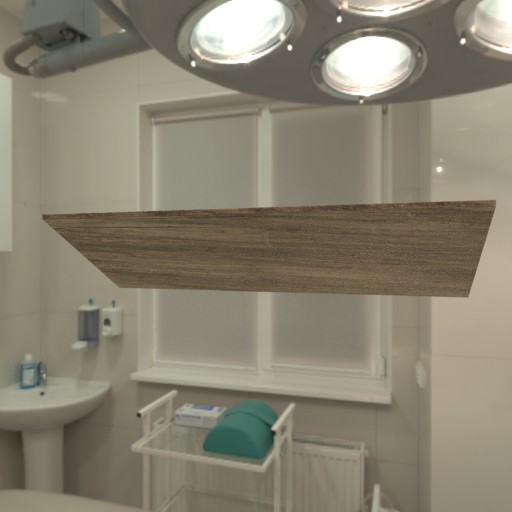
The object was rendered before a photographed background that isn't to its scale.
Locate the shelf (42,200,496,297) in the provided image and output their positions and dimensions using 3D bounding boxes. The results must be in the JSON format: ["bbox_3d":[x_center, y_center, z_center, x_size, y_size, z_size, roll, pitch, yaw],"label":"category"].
[{"bbox_3d":[0.000,0.000,0.668,0.610,0.125,0.200,0,0,18],"label":"shelf"}]
